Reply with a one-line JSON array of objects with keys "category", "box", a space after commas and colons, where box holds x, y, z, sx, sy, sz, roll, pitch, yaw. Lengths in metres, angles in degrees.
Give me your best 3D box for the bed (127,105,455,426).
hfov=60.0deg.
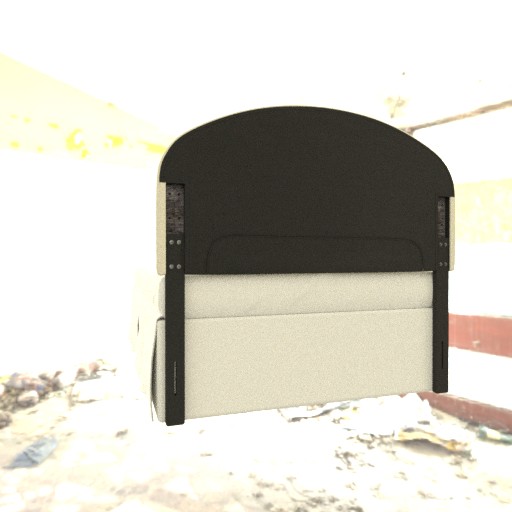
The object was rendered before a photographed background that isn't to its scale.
[{"category": "bed", "box": [0.000, 0.000, 3.007, 1.607, 1.410, 2.005, 0, 0, -18]}]
